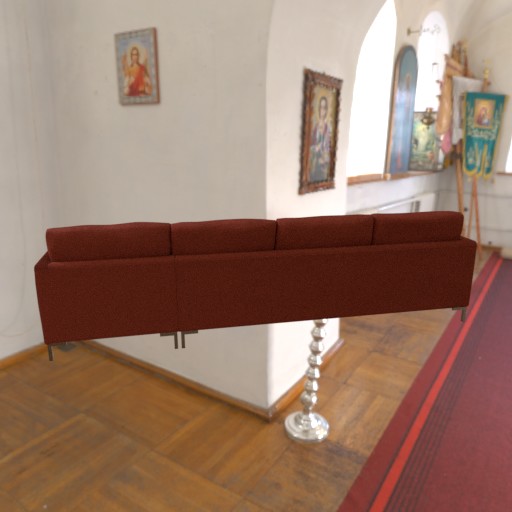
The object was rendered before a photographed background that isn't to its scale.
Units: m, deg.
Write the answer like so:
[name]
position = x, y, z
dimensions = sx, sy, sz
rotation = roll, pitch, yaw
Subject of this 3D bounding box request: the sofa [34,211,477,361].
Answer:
[sofa]
position = 0.000, 0.000, 3.476
dimensions = 2.932, 0.810, 1.350
rotation = -3, 16, -11
